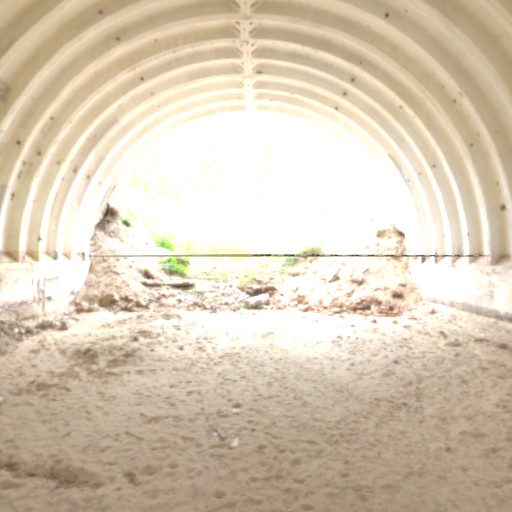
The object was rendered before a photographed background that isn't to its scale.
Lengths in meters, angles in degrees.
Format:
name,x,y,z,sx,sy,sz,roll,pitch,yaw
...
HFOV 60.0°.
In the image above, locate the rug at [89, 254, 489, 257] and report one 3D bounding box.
name,x,y,z,sx,sy,sz,roll,pitch,yaw
rug,0.000,0.000,2.312,1.247,0.008,1.802,0,0,-35
